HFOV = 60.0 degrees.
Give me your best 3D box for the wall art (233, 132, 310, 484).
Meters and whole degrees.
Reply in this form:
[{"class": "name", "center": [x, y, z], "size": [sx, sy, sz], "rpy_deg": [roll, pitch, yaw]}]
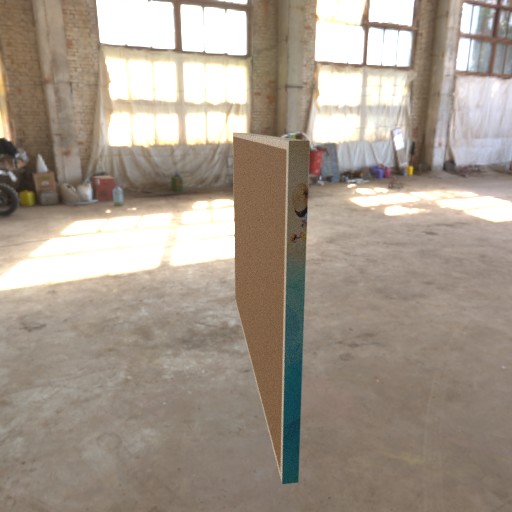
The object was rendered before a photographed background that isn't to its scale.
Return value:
[{"class": "wall art", "center": [0.000, 0.000, 1.456], "size": [0.040, 0.769, 1.136], "rpy_deg": [-2, 17, -8]}]
